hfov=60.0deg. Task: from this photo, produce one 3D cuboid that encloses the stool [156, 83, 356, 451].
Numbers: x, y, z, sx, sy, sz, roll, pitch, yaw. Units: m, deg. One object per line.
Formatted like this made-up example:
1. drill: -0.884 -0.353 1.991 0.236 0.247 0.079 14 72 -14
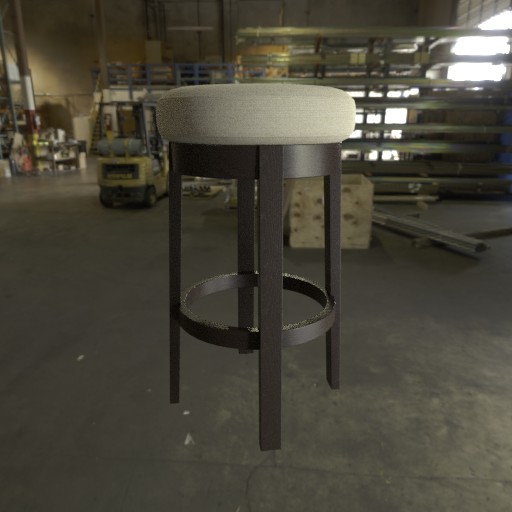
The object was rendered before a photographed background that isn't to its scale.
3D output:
1. stool: 0.000 0.000 1.064 0.446 0.758 0.446 0 17 0
